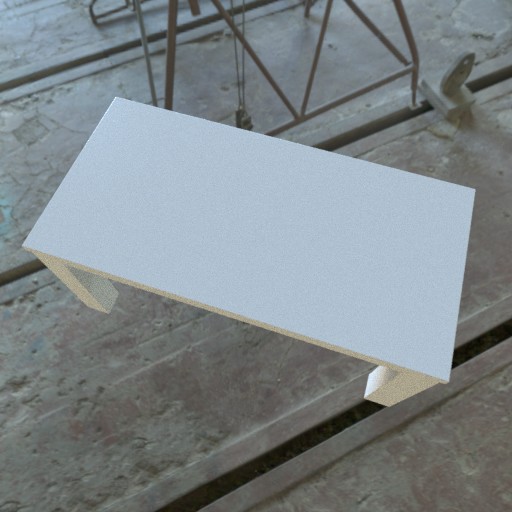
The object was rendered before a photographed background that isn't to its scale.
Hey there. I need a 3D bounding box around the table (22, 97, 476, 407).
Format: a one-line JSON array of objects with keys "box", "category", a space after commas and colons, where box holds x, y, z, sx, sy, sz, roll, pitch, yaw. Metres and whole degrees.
[{"box": [0.000, 0.000, 2.300, 1.800, 0.790, 0.900, 17, 65, 8], "category": "table"}]
